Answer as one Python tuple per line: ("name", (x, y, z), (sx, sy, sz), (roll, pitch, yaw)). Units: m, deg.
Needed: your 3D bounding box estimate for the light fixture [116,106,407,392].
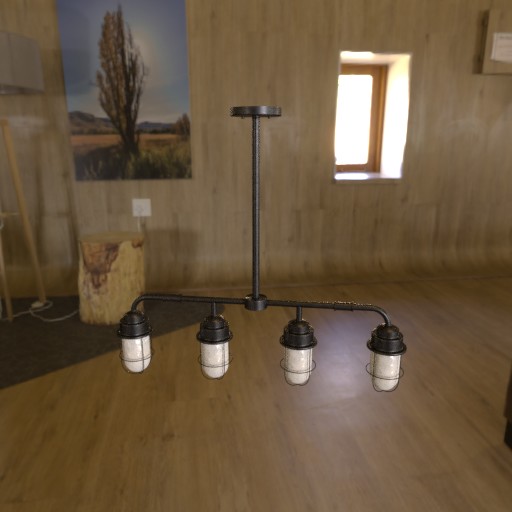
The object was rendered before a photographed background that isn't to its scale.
("light fixture", (0.000, 0.000, 1.236), (0.852, 0.785, 0.131), (2, 15, 8))
